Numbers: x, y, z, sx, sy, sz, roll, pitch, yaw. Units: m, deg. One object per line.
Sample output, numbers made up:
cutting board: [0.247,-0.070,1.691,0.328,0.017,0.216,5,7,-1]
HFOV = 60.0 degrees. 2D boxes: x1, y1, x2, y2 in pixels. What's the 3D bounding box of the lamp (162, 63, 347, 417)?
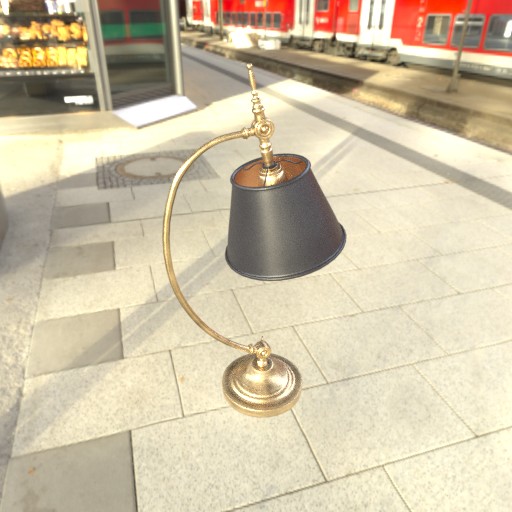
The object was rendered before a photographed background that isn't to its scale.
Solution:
lamp: [0.000,0.000,0.841,0.344,0.675,0.235,-10,31,-17]
